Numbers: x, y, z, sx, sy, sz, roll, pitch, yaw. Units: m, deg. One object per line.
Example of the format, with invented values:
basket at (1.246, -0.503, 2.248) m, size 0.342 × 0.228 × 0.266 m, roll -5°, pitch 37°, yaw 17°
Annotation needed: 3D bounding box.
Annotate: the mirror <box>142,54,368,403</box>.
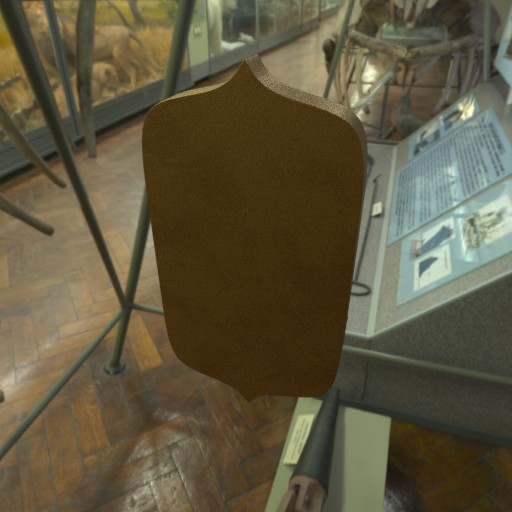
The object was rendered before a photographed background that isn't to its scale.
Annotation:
mirror at (0.000, 0.000, 0.734) m, size 0.323 × 0.613 × 0.096 m, roll 10°, pitch 33°, yaw 15°
